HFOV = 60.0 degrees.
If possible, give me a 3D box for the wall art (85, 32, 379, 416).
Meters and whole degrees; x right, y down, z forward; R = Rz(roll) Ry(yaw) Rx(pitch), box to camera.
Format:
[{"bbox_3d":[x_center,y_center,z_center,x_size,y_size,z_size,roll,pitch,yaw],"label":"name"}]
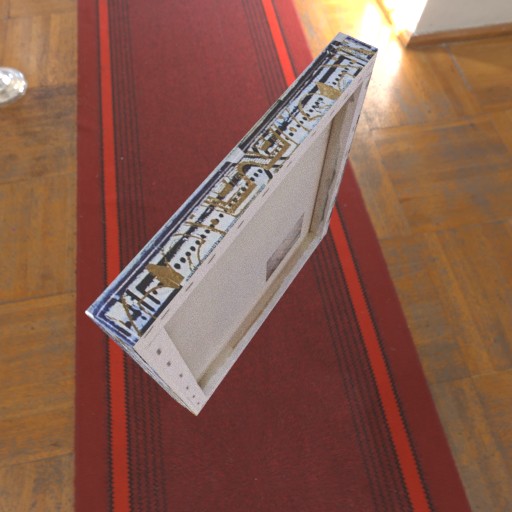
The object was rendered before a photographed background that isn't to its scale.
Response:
[{"bbox_3d":[0.000,0.000,0.449,0.038,0.306,0.302,32,67,15],"label":"wall art"}]
